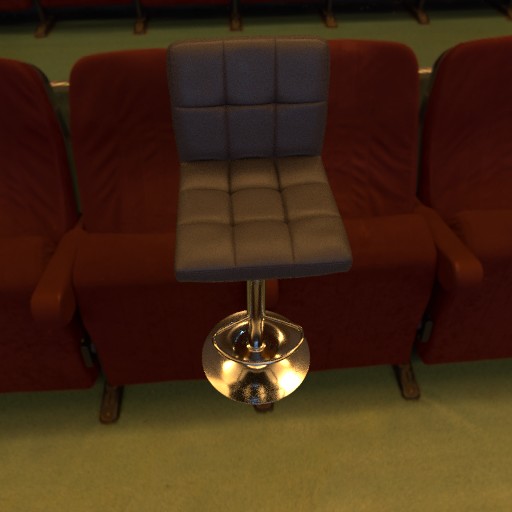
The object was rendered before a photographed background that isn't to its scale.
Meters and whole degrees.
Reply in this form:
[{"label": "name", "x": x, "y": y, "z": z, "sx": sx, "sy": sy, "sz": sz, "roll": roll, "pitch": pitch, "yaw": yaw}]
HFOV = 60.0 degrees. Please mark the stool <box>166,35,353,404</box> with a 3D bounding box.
[{"label": "stool", "x": 0.000, "y": 0.000, "z": 1.353, "sx": 0.430, "sy": 1.115, "sz": 0.505, "roll": -3, "pitch": 46, "yaw": -3}]
